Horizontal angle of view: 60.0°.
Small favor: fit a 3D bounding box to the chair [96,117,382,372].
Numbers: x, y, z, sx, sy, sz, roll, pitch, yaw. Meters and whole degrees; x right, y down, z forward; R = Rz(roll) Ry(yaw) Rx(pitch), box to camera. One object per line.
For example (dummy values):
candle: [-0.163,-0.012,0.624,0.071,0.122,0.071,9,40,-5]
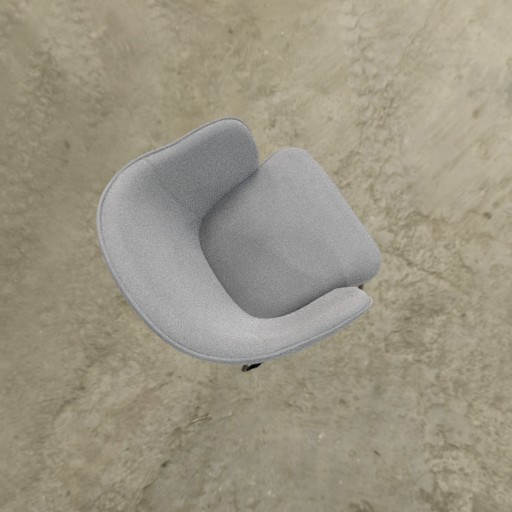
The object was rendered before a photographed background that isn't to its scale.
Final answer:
chair: [0.000,0.000,1.211,0.592,0.817,0.570,-32,77,-8]
